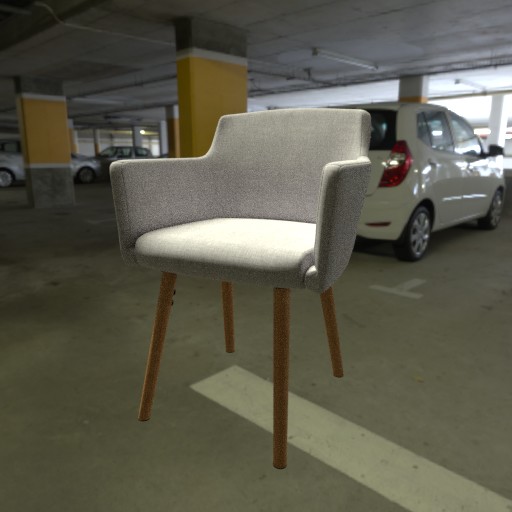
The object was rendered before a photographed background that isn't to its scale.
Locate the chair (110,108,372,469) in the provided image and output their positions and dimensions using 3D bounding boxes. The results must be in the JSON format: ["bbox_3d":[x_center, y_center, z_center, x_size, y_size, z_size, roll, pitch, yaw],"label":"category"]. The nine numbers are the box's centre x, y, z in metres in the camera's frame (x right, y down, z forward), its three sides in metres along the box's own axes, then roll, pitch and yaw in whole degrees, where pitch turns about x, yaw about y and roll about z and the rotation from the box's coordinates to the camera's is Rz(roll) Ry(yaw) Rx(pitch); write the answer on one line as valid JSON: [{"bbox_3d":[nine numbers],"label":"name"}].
[{"bbox_3d":[0.000,0.000,1.172,0.570,0.780,0.540,7,15,26],"label":"chair"}]
